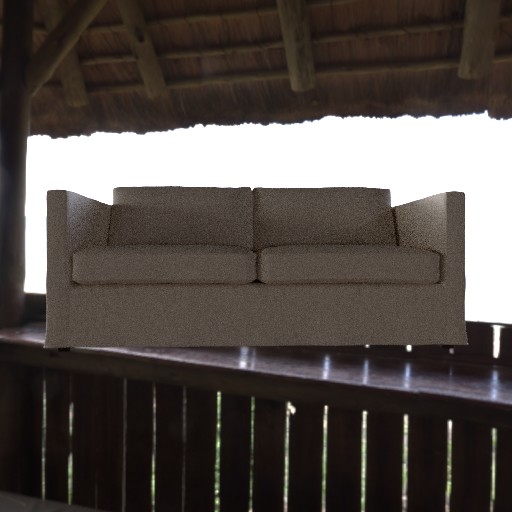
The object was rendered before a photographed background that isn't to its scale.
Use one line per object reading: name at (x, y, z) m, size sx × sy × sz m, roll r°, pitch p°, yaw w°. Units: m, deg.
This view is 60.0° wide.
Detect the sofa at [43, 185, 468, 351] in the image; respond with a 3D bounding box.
sofa at (0.000, 0.000, 2.495) m, size 1.987 × 0.870 × 0.940 m, roll 0°, pitch 1°, yaw -2°
